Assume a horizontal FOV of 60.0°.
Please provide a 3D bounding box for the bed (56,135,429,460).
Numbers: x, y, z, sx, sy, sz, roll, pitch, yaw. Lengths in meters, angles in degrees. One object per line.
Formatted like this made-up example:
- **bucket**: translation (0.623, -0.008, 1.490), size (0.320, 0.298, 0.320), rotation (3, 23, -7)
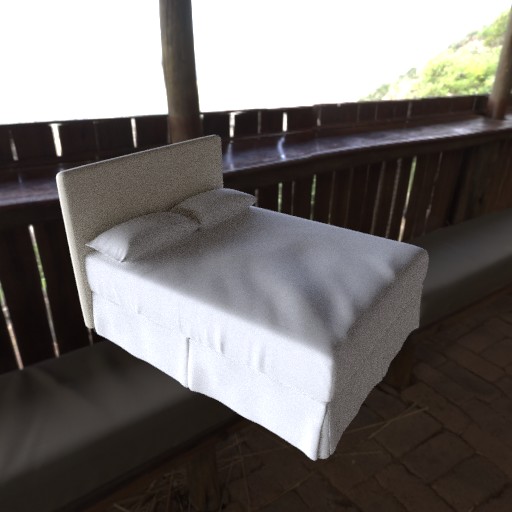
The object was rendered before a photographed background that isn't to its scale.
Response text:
- **bed**: translation (0.000, 0.000, 3.306), size (2.147, 1.330, 1.714), rotation (17, 31, 32)
